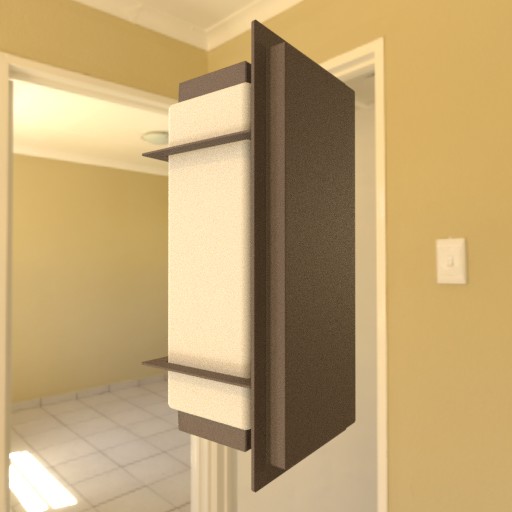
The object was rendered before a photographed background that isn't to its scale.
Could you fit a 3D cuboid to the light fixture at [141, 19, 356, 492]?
[{"bbox_3d":[0.000,0.000,0.418,0.146,0.347,0.153,0,-1,37],"label":"light fixture"}]
